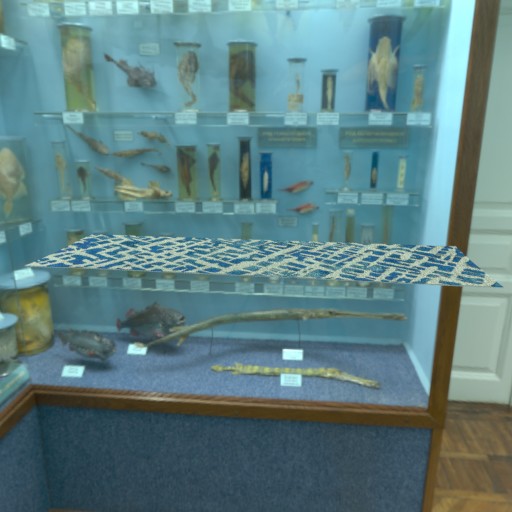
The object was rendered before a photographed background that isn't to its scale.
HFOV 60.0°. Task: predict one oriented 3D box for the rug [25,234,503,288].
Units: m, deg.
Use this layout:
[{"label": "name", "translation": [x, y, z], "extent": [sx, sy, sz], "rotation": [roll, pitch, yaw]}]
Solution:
[{"label": "rug", "translation": [0.000, 0.000, 2.602], "extent": [2.446, 0.011, 0.768], "rotation": [2, 16, 8]}]
